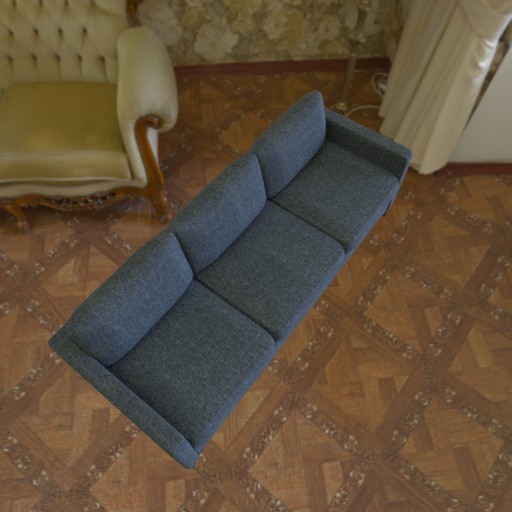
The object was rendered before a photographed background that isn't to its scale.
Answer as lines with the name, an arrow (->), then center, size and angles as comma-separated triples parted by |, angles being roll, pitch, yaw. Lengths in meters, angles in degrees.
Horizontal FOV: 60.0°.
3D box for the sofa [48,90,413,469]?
sofa -> 0.000, 0.000, 2.632 | 0.859, 0.874, 2.218 | 33, 64, 18
